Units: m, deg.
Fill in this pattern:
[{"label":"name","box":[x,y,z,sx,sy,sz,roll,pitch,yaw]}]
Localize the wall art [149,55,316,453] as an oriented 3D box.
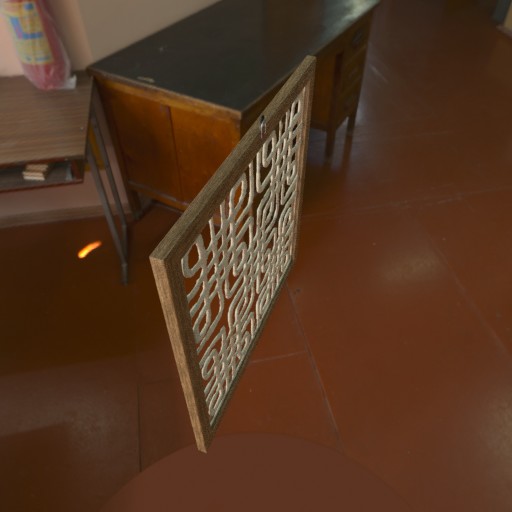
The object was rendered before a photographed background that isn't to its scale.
[{"label":"wall art","box":[0.000,0.000,0.847,0.021,0.582,0.561,16,49,15]}]
